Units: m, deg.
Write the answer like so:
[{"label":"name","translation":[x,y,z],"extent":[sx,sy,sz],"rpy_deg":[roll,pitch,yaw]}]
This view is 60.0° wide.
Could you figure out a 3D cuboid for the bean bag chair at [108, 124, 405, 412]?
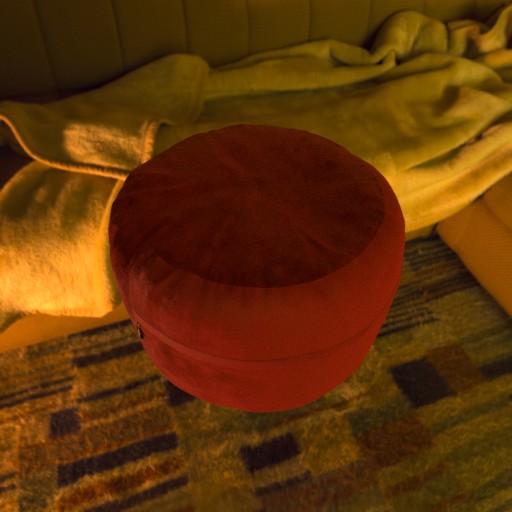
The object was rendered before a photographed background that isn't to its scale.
[{"label":"bean bag chair","translation":[0.000,0.000,1.976],"extent":[1.219,0.762,1.219],"rpy_deg":[0,46,0]}]
